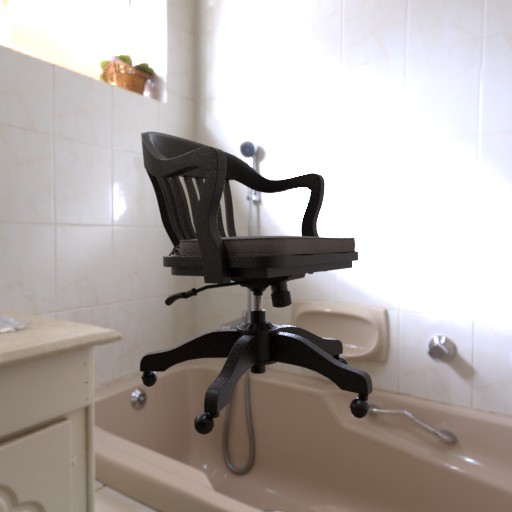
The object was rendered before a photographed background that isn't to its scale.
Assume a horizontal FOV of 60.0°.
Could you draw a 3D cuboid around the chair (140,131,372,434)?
[{"bbox_3d":[0.000,0.000,1.444,0.788,0.878,0.750,1,2,36],"label":"chair"}]
